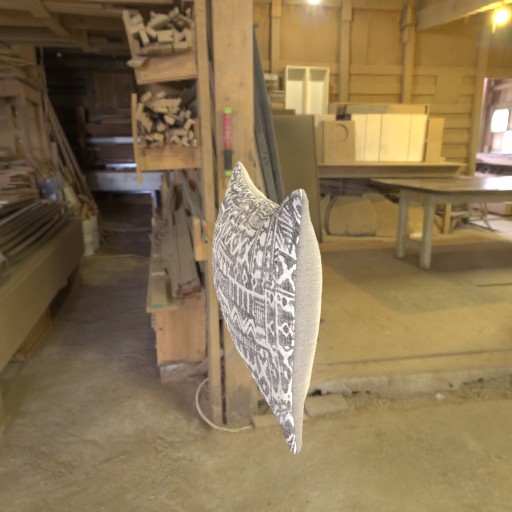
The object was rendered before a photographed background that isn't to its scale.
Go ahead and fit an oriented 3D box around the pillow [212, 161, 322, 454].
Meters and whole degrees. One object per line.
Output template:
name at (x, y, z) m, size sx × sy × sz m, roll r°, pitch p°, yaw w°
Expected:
pillow at (0.000, 0.000, 0.750) m, size 0.148 × 0.290 × 0.631 m, roll -2°, pitch 15°, yaw -8°
